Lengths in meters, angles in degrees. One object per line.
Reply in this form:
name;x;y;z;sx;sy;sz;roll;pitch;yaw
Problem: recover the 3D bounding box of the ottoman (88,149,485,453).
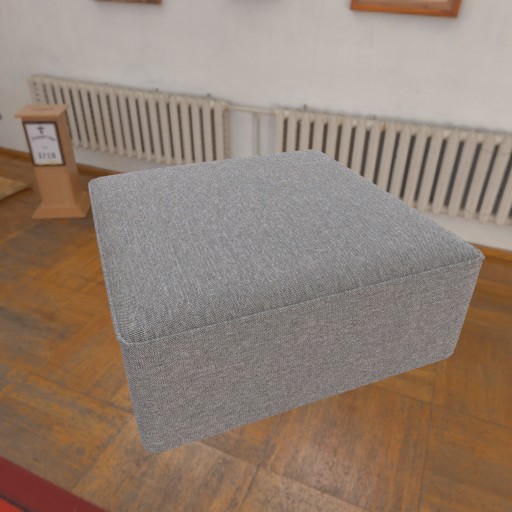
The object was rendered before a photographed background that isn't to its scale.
ottoman;0.000;0.000;1.550;1.005;0.455;1.005;-12;33;-18
